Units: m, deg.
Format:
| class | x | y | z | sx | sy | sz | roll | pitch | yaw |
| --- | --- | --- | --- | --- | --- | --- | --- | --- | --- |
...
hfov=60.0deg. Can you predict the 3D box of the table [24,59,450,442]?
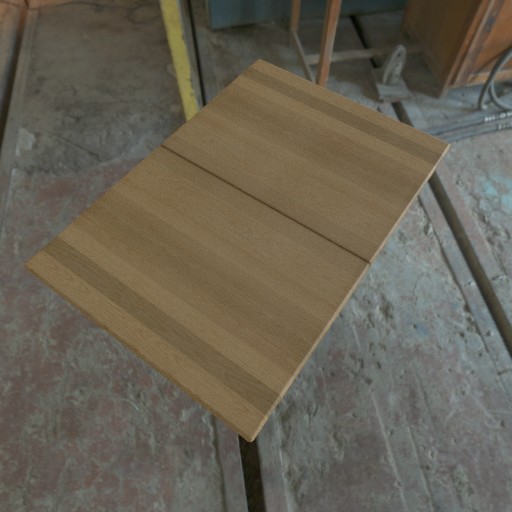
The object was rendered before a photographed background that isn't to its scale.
| class | x | y | z | sx | sy | sz | roll | pitch | yaw |
| --- | --- | --- | --- | --- | --- | --- | --- | --- | --- |
| table | 0.000 | 0.000 | 1.875 | 0.900 | 0.770 | 1.300 | 31 | 64 | 18 |
